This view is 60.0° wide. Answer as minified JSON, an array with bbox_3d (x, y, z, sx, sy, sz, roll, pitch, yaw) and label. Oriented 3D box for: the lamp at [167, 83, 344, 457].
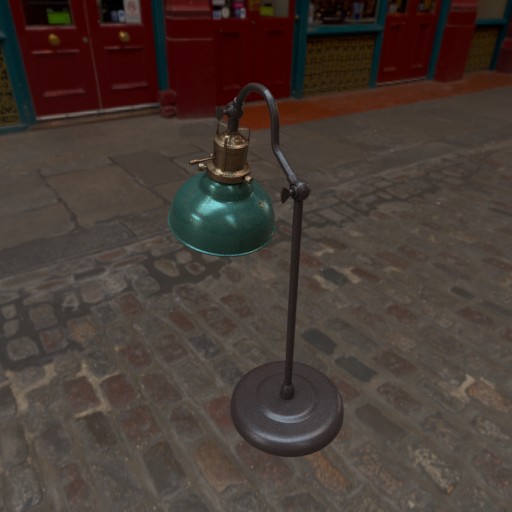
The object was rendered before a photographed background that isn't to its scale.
[{"bbox_3d":[0.000,0.000,0.689,0.192,0.508,0.374,-20,36,-29],"label":"lamp"}]
